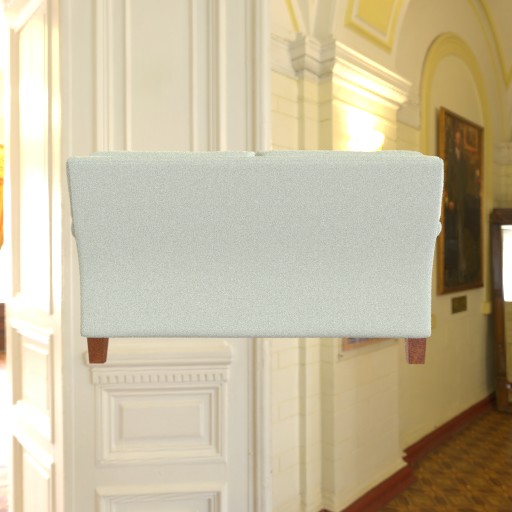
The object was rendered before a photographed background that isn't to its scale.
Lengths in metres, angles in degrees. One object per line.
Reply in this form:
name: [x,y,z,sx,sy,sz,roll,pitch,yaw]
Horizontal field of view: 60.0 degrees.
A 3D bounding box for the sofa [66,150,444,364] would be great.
sofa: [0.000,0.000,2.595,1.853,1.101,1.084,0,0,0]
